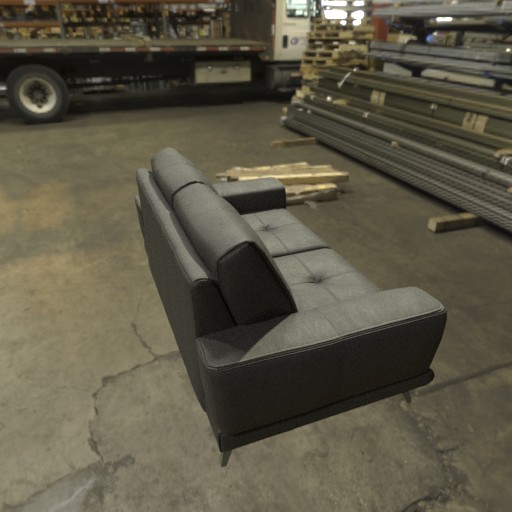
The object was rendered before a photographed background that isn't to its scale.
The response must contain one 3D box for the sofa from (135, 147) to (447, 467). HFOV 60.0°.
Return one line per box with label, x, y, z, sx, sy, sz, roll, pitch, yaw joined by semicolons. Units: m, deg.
sofa;0.000;0.000;2.368;1.018;0.907;1.806;-11;31;-19
